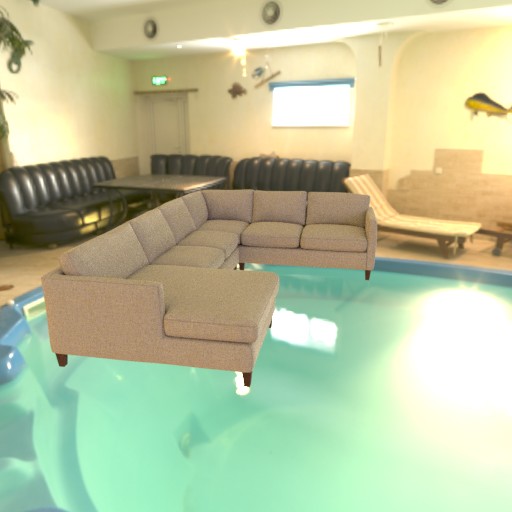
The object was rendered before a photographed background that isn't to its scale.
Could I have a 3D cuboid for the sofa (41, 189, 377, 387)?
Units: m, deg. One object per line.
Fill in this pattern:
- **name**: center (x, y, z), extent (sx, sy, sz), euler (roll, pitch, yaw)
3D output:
- **sofa**: center (0.000, 0.000, 4.659), extent (2.593, 0.959, 3.460), euler (3, 17, 10)
